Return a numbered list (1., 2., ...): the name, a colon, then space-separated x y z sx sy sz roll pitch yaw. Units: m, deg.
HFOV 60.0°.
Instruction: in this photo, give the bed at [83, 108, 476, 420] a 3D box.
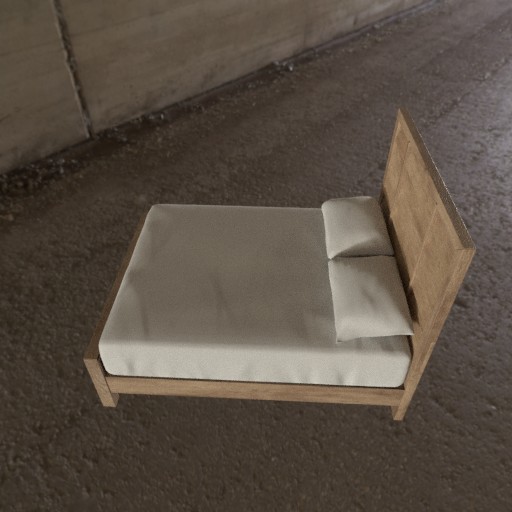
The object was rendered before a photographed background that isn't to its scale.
1. bed: 0.000 0.000 3.299 2.197 1.626 1.626 2 42 2
